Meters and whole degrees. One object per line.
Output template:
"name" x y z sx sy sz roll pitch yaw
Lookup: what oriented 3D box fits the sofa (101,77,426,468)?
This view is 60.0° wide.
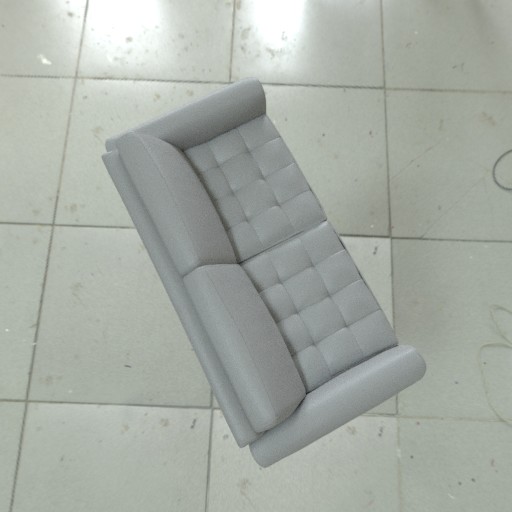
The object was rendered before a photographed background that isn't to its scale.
"sofa" 0.000 0.000 2.745 1.121 0.930 2.177 -27 78 -6
